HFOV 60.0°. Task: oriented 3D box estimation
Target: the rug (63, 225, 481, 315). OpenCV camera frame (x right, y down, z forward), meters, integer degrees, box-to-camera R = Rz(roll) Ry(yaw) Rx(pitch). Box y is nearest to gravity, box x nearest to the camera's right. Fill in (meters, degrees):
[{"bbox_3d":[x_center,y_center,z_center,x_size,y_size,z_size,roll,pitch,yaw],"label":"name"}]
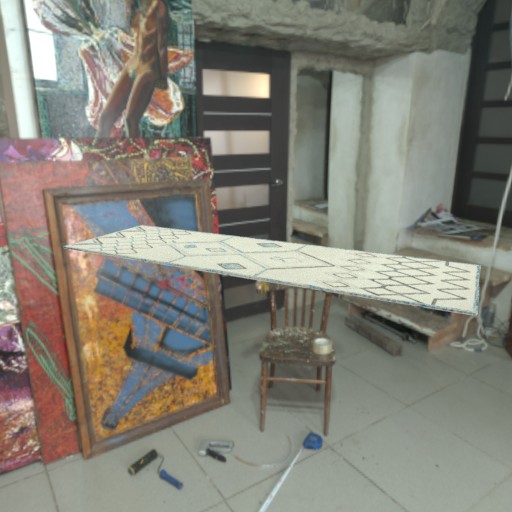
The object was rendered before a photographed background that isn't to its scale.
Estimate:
[{"bbox_3d":[0.000,0.000,2.684,2.434,0.013,0.770,8,18,26],"label":"rug"}]
